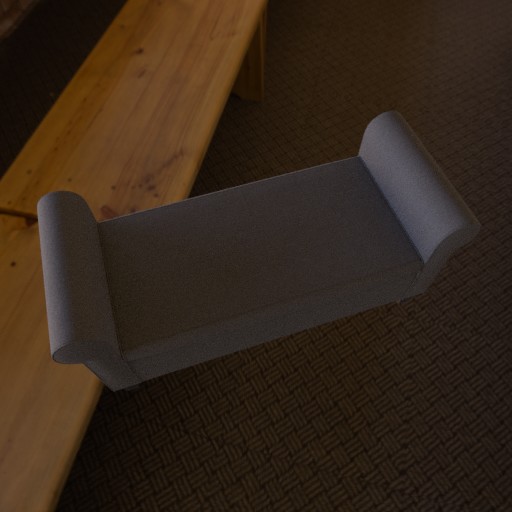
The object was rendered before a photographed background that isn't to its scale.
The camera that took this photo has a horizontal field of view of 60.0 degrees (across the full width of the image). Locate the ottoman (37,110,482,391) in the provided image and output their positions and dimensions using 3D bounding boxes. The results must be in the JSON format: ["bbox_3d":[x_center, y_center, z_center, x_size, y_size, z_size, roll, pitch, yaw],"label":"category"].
[{"bbox_3d":[0.000,0.000,1.530,1.256,0.547,0.521,-16,60,-9],"label":"ottoman"}]
